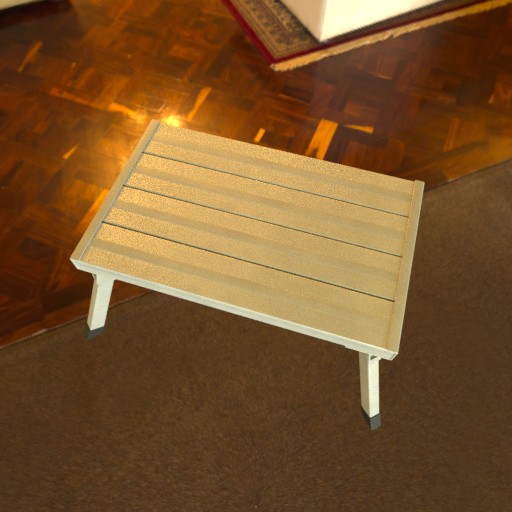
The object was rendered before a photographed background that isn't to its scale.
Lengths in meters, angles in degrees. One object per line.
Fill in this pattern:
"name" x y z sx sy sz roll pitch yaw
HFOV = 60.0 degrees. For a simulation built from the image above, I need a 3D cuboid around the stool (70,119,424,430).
"stool" 0.000 0.000 0.744 0.535 0.225 0.385 15 62 8
